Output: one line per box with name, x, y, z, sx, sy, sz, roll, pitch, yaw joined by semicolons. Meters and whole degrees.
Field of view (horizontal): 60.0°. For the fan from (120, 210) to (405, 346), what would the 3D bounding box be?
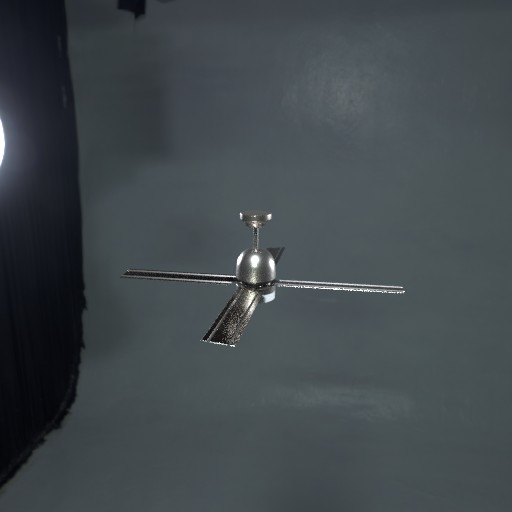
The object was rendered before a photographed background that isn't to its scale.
fan;0.000;0.000;2.081;1.346;0.406;1.346;2;15;9
